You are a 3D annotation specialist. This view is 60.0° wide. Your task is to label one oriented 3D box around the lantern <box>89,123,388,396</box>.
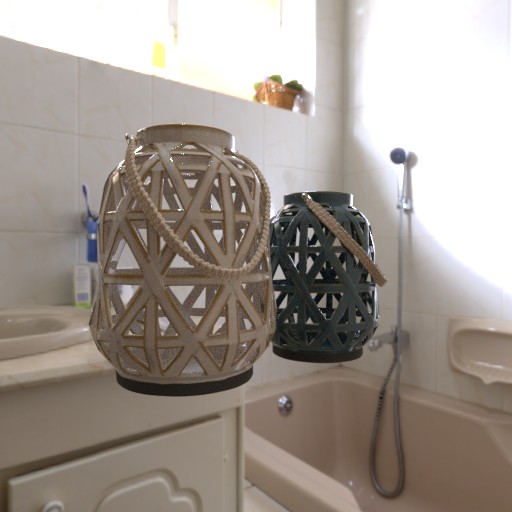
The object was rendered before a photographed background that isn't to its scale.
[{"bbox_3d":[0.000,0.000,0.626,0.439,0.307,0.245,0,1,-35],"label":"lantern"}]
